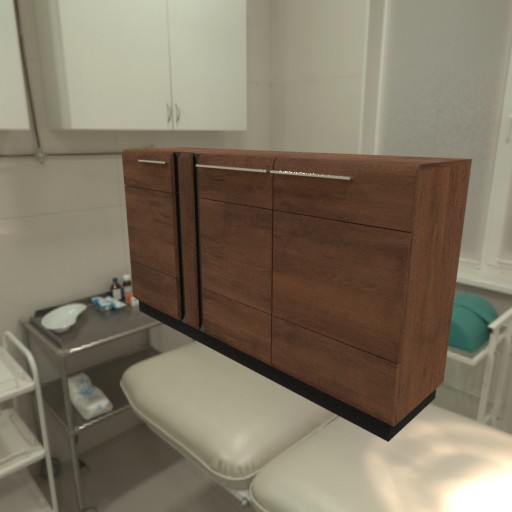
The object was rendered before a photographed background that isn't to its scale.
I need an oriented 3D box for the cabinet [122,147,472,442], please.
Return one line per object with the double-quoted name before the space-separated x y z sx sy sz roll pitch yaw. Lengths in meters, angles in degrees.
"cabinet" 0.000 0.000 1.987 0.420 0.900 1.600 -15 21 -43
